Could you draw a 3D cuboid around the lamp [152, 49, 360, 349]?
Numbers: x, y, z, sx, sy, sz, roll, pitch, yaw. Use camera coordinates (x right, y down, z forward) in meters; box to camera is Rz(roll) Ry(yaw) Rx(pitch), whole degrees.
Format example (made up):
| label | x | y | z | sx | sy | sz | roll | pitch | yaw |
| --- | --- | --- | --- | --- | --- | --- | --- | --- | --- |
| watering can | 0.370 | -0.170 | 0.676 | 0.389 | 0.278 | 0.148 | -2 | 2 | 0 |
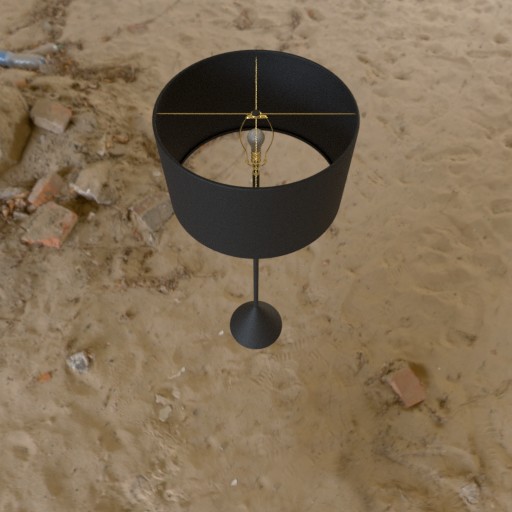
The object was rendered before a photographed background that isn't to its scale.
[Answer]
| label | x | y | z | sx | sy | sz | roll | pitch | yaw |
| --- | --- | --- | --- | --- | --- | --- | --- | --- | --- |
| lamp | 0.000 | 0.000 | 1.886 | 0.580 | 1.526 | 0.580 | 0 | 58 | 0 |
